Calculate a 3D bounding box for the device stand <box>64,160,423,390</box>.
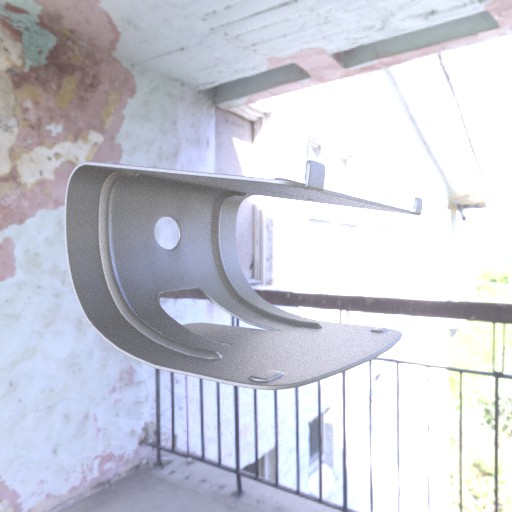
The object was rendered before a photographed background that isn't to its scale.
[{"bbox_3d":[0.000,0.000,0.406,0.236,0.155,0.256,0,1,36],"label":"device stand"}]
